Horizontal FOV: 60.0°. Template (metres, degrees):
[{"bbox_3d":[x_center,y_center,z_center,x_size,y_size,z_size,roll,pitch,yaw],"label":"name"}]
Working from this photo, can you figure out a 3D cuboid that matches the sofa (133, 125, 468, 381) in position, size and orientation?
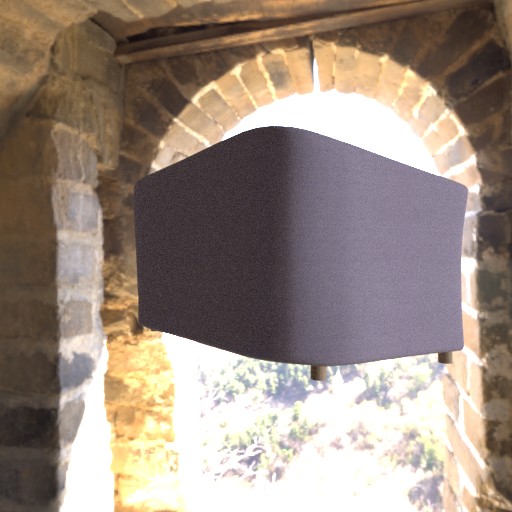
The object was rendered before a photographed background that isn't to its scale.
[{"bbox_3d":[0.000,0.000,1.839,0.705,0.721,1.452,1,-2,-35],"label":"sofa"}]
